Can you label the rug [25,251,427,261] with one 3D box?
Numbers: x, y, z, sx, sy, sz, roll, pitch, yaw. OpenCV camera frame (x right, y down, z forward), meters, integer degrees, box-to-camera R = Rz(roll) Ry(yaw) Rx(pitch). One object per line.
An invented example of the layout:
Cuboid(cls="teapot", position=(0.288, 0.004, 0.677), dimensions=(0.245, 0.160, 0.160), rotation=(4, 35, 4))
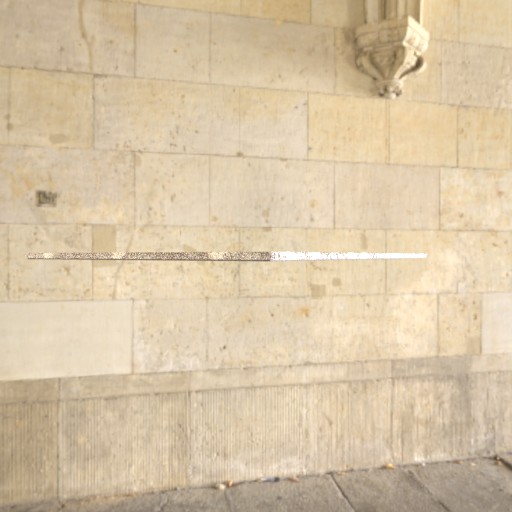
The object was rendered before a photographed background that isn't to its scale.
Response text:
Cuboid(cls="rug", position=(0.000, 0.000, 2.126), dimensions=(1.200, 0.025, 1.600), rotation=(0, 0, 35))
